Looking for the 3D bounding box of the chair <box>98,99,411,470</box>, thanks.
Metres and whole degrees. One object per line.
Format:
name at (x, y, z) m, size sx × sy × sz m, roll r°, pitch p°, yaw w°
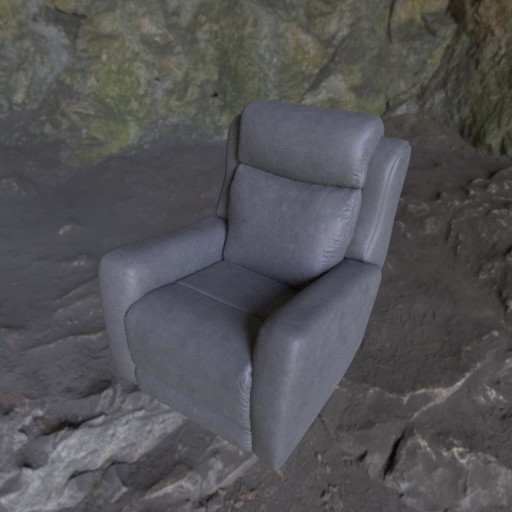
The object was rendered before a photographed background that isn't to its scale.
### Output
chair at (0.000, 0.000, 1.933) m, size 0.967 × 1.116 × 1.068 m, roll 20°, pitch 36°, yaw 29°
